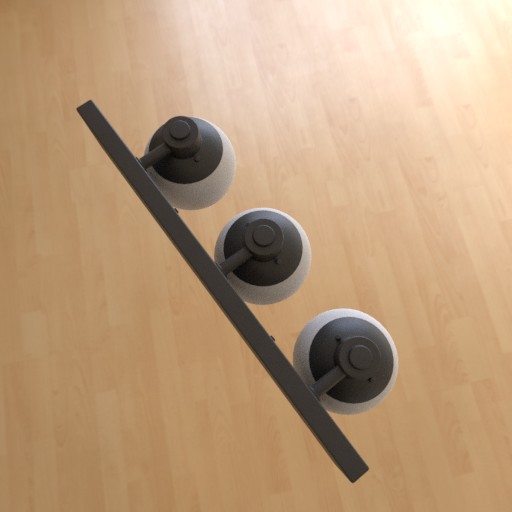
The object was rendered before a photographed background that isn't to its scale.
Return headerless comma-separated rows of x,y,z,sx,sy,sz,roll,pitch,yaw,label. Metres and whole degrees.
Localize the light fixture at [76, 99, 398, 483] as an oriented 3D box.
0.000,0.000,0.814,0.218,0.263,0.721,-36,78,-9,light fixture
